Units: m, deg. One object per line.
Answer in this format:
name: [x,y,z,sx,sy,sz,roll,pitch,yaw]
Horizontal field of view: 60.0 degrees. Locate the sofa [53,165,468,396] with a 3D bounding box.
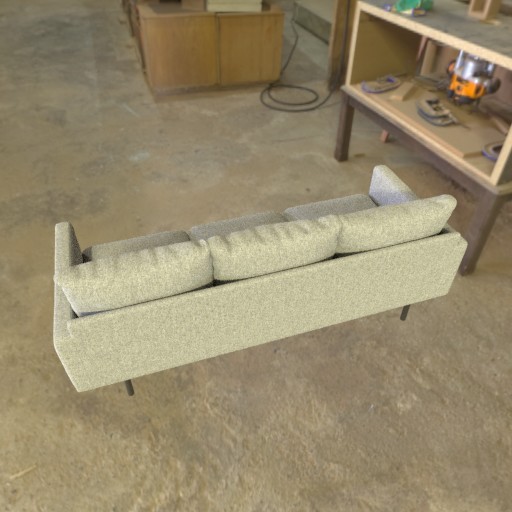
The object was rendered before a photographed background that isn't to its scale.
sofa: [0.000,0.000,2.413,2.000,0.830,0.850,-12,43,-13]
